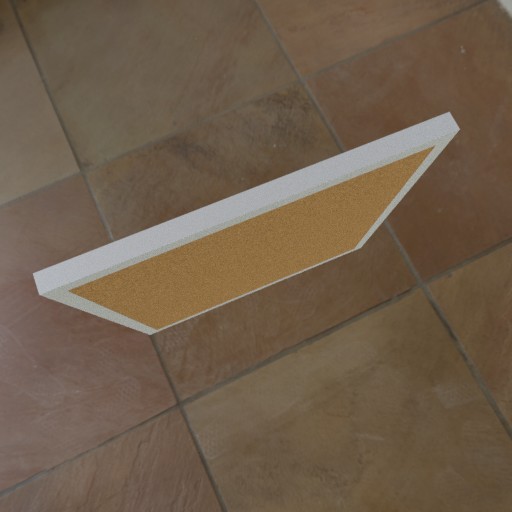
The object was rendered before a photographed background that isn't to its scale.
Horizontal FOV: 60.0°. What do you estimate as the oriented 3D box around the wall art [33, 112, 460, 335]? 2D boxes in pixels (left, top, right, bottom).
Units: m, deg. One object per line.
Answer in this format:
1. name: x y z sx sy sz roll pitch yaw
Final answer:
1. wall art: 0.000 0.000 1.114 0.762 0.762 0.038 -22 76 -6
